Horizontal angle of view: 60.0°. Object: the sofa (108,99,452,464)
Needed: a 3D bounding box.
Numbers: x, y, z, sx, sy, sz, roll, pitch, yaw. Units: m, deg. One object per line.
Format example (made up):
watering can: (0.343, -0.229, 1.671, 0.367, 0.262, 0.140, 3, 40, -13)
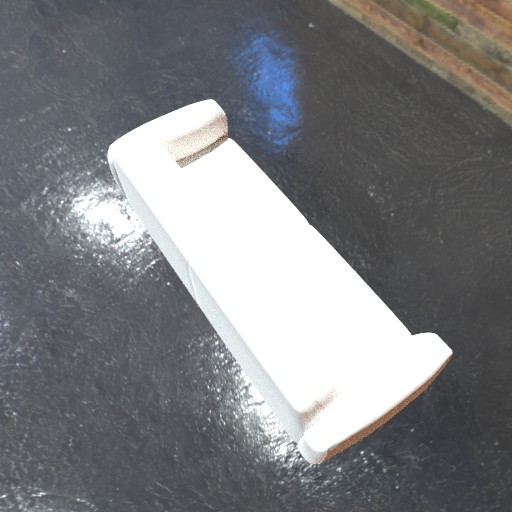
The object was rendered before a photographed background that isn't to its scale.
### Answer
sofa: (0.000, 0.000, 2.653, 0.870, 0.780, 2.280, -31, 64, -17)
